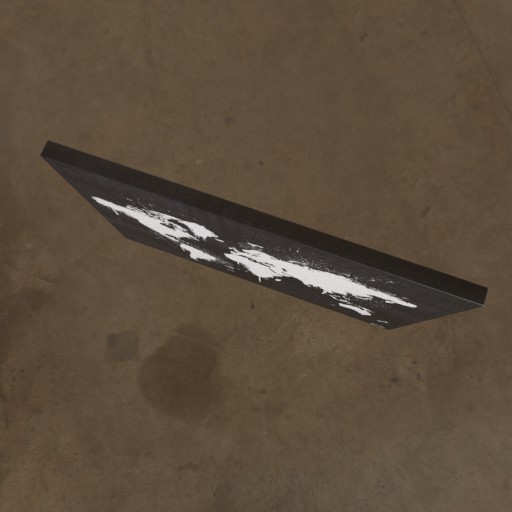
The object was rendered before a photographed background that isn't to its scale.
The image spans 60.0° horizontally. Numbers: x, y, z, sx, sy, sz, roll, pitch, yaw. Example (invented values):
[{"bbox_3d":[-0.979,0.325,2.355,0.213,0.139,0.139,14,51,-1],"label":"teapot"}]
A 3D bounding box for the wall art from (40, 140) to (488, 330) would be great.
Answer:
[{"bbox_3d":[0.000,0.000,1.156,0.912,0.612,0.038,19,77,5],"label":"wall art"}]
